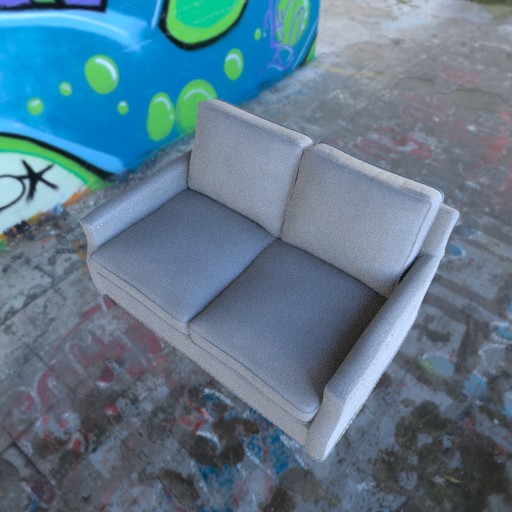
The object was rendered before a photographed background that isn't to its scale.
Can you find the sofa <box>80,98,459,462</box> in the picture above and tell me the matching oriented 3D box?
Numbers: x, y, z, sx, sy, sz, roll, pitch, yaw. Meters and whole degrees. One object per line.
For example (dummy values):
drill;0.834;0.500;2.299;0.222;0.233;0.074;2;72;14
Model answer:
sofa;0.000;0.000;2.281;1.597;1.003;1.084;30;54;25
